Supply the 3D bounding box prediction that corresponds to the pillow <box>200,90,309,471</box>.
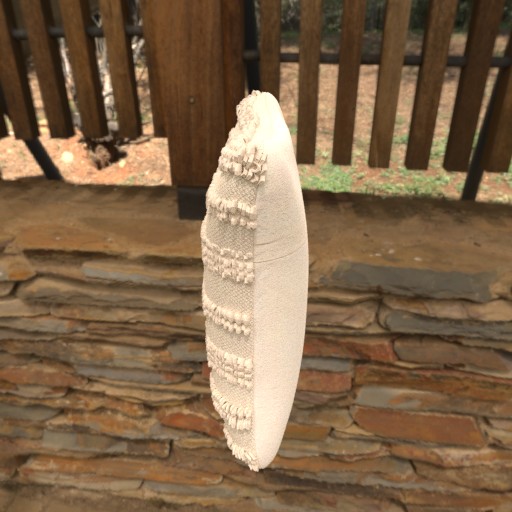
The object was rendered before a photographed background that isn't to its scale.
[{"bbox_3d":[0.000,0.000,0.661,0.145,0.427,0.437,1,27,1],"label":"pillow"}]
